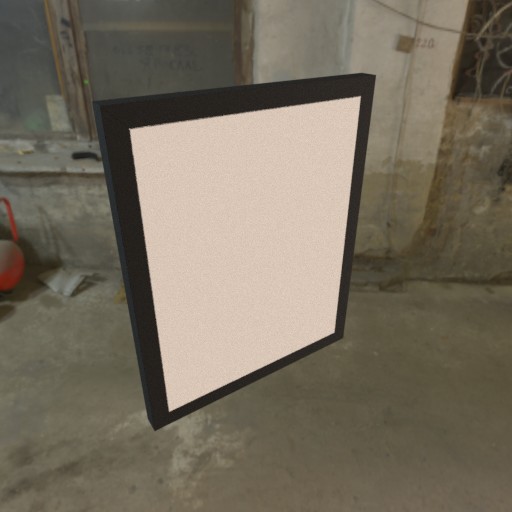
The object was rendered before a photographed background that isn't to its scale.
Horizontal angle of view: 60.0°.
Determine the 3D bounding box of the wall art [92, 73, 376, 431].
[{"bbox_3d":[0.000,0.000,0.558,0.329,0.404,0.024,-18,34,-29],"label":"wall art"}]
